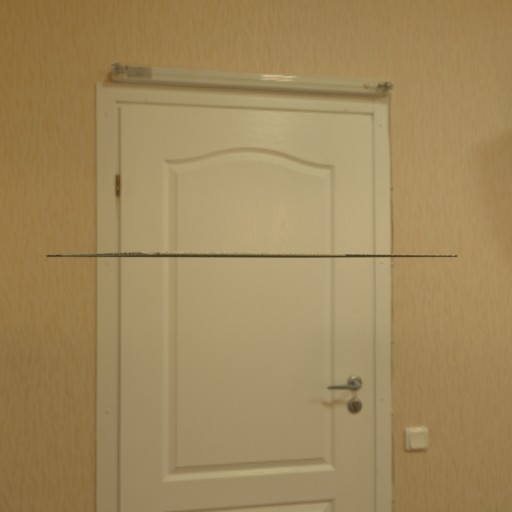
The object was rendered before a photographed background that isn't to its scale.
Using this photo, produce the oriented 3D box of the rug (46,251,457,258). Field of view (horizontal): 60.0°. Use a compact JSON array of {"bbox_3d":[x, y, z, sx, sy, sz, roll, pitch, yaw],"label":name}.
[{"bbox_3d":[0.000,0.000,3.019,2.312,0.013,1.600,0,-1,-37],"label":"rug"}]
